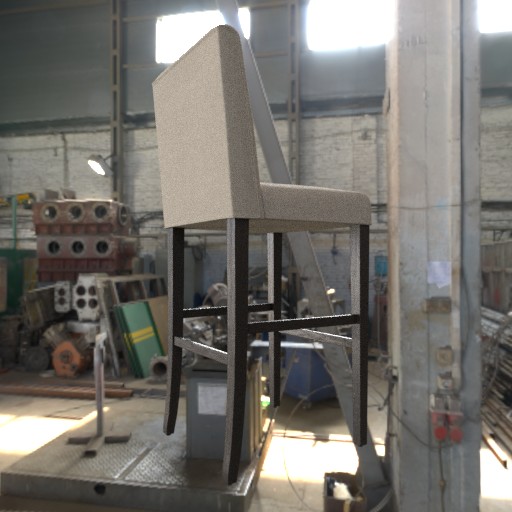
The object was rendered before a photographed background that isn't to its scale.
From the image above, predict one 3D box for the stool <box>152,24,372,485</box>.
[{"bbox_3d":[0.000,0.000,1.355,0.509,1.116,0.474,1,-1,-34],"label":"stool"}]
